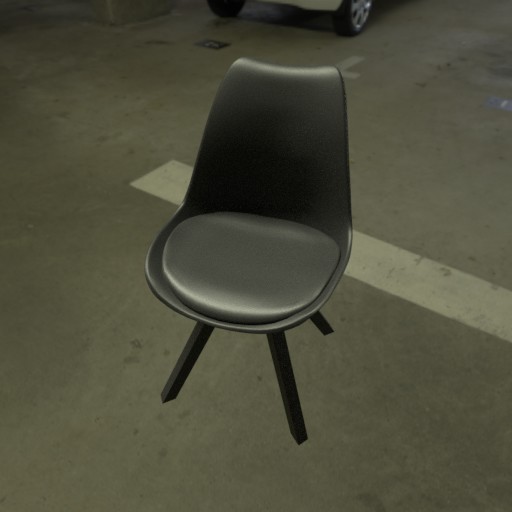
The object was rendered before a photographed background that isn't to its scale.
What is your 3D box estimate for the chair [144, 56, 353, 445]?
[{"bbox_3d":[0.000,0.000,1.180,0.485,0.850,0.550,12,41,14],"label":"chair"}]
